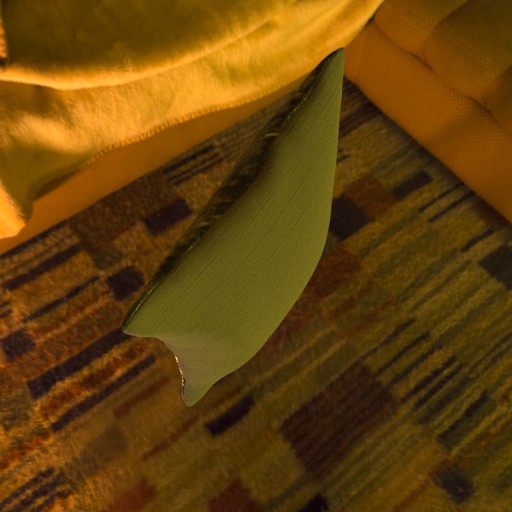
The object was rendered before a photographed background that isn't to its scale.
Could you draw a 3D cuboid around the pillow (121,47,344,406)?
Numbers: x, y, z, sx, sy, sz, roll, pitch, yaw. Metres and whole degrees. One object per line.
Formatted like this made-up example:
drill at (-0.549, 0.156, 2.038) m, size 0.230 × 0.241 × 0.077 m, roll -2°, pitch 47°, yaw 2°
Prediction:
pillow at (0.000, 0.000, 0.714) m, size 0.175 × 0.464 × 0.470 m, roll 30°, pitch 67°, yaw 14°
